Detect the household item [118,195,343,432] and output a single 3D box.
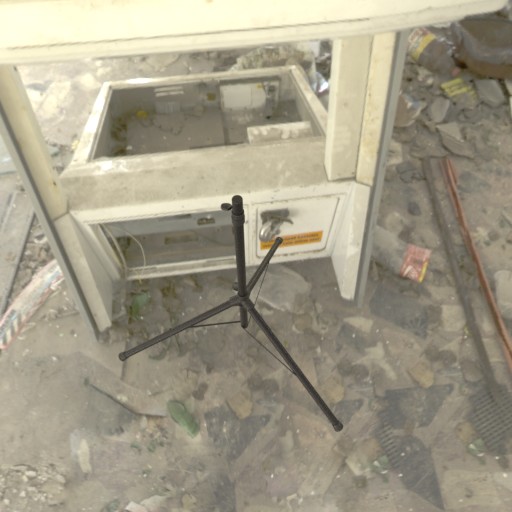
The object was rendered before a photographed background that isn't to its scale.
[{"bbox_3d":[0.000,0.000,2.640,1.596,1.595,1.339,16,60,10],"label":"household item"}]
